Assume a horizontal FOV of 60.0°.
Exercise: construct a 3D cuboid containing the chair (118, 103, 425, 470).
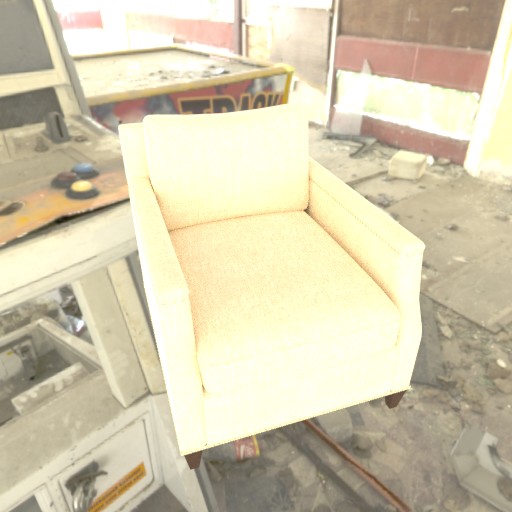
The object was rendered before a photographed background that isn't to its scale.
[{"bbox_3d":[0.000,0.000,1.707,0.838,0.940,1.041,-10,33,-16],"label":"chair"}]
